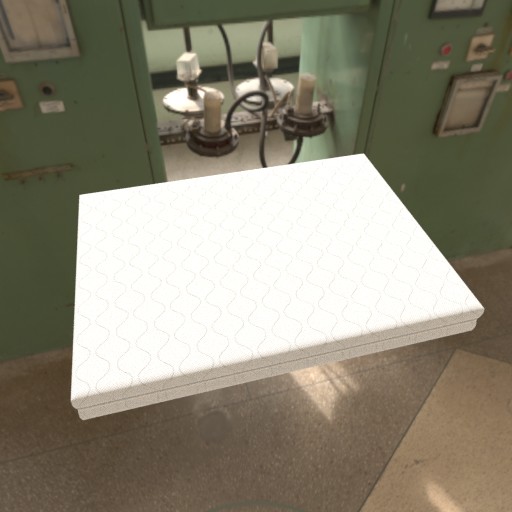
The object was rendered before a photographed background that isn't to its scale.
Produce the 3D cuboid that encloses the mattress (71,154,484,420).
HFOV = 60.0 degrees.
[{"bbox_3d":[0.000,0.000,2.479,1.900,0.200,1.400,-10,46,-10],"label":"mattress"}]
